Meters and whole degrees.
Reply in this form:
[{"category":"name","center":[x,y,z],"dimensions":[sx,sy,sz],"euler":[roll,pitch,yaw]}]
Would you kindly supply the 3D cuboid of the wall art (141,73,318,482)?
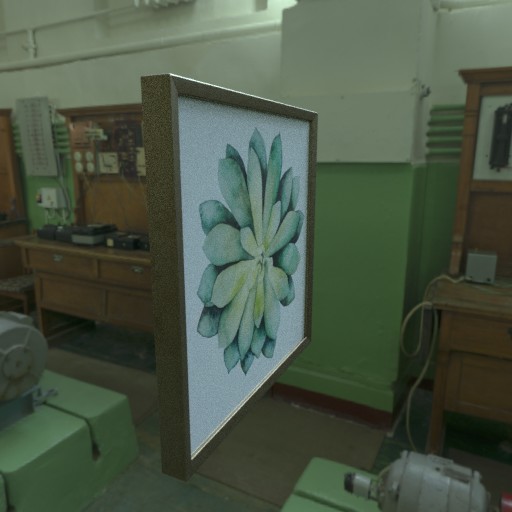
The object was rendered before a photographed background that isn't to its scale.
[{"category":"wall art","center":[0.000,0.000,0.757],"dimensions":[0.040,0.506,0.503],"euler":[6,14,25]}]
